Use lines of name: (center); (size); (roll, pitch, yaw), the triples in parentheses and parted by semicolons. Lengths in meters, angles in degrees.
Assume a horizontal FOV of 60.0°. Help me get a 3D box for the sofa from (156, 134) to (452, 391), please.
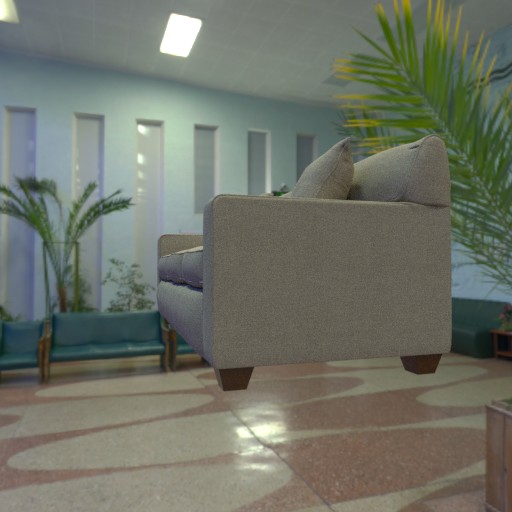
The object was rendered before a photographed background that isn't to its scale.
sofa: (0.000, 0.000, 2.520); (0.997, 0.958, 2.024); (0, -2, -17)
